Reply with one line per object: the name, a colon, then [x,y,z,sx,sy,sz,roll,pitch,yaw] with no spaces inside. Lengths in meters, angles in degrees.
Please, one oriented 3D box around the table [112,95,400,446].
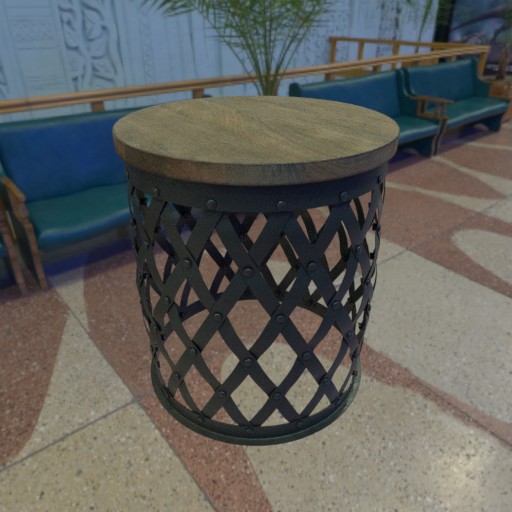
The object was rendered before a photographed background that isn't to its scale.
table: [0.000,0.000,0.758,0.405,0.454,0.405,0,30,0]
